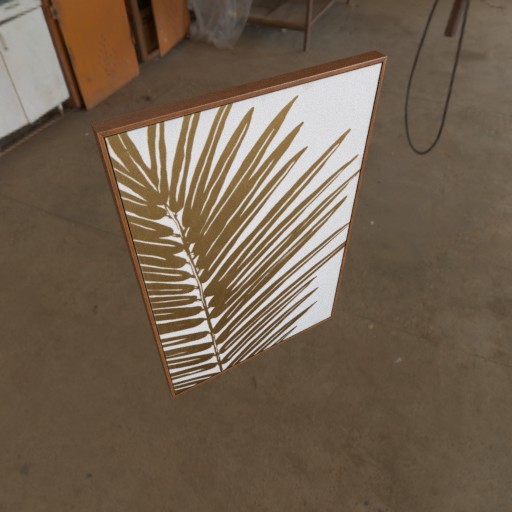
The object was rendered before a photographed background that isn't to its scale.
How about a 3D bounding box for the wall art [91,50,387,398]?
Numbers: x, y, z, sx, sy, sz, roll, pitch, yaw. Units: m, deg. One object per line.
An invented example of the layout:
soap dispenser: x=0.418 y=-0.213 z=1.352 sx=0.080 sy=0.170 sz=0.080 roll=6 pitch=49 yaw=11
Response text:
wall art: x=0.000 y=0.000 z=1.156 sx=0.610 sy=0.914 sz=0.037 roll=-23 pitch=50 yaw=-20
